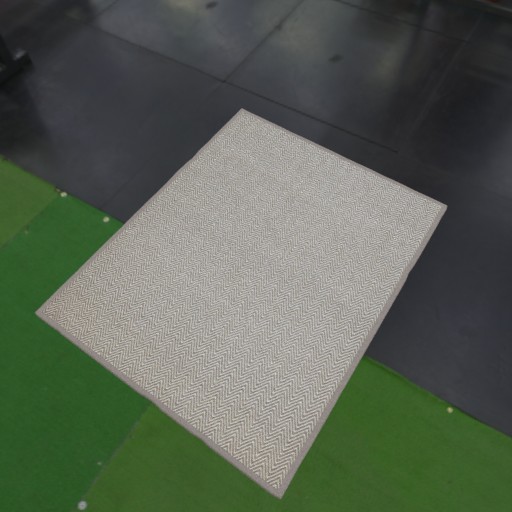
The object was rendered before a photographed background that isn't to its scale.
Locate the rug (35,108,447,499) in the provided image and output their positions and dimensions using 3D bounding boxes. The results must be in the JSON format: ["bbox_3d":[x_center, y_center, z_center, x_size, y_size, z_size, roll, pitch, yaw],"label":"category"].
[{"bbox_3d":[0.000,0.000,3.982,2.434,0.032,3.007,30,64,17],"label":"rug"}]
